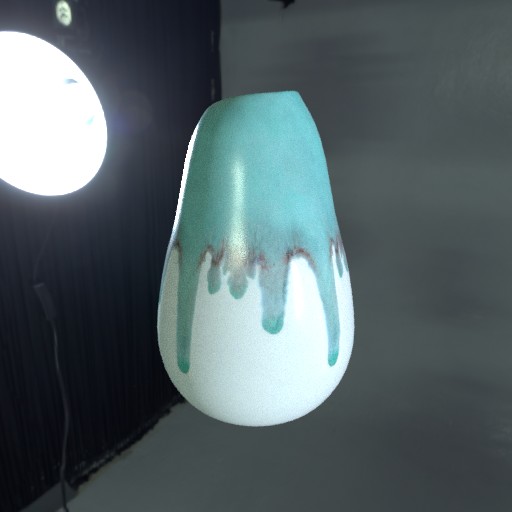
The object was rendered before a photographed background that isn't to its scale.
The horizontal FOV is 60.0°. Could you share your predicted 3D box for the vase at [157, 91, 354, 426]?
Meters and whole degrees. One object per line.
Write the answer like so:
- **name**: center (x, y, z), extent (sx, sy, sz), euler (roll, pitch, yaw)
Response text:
- **vase**: center (0.000, 0.000, 0.257), extent (0.116, 0.179, 0.116), euler (0, 15, 0)
